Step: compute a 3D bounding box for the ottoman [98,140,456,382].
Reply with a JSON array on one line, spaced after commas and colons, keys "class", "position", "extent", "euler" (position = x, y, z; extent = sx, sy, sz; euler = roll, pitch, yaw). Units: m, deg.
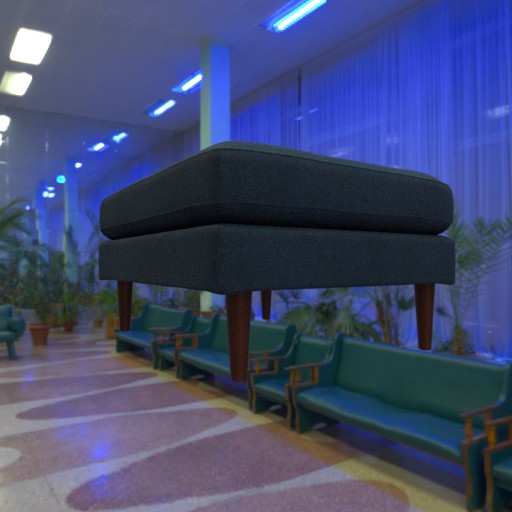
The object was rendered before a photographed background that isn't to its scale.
[{"class": "ottoman", "position": [0.000, 0.000, 1.270], "extent": [0.693, 0.474, 0.821], "euler": [1, -1, -33]}]
